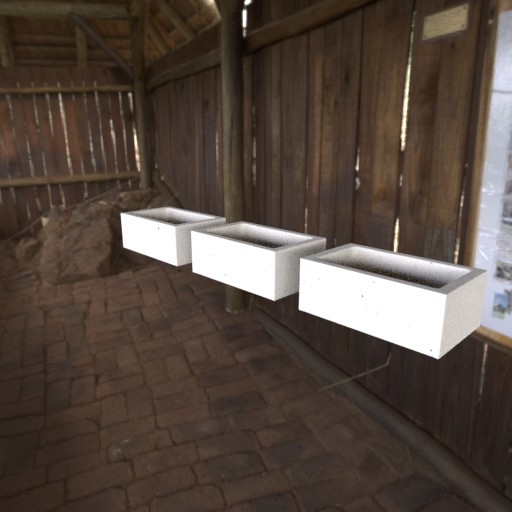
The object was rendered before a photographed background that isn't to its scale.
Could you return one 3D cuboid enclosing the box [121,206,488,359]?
[{"bbox_3d":[0.000,0.000,0.502,0.082,0.051,0.461,-15,21,-43],"label":"box"}]
